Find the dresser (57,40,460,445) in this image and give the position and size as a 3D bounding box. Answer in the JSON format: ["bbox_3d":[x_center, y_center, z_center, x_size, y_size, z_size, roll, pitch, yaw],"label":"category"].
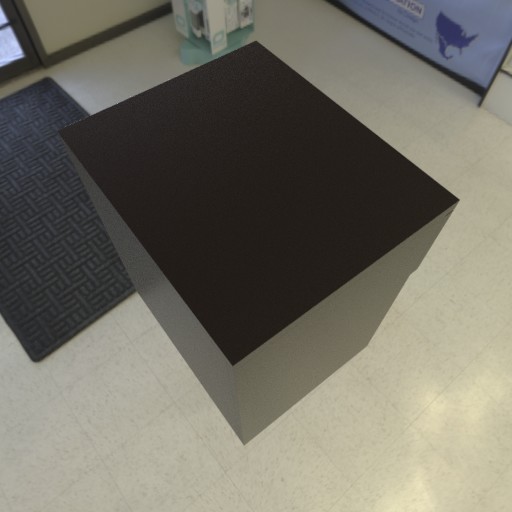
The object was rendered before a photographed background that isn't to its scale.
[{"bbox_3d":[0.000,0.000,0.761,0.360,0.470,0.400,-33,64,-19],"label":"dresser"}]
